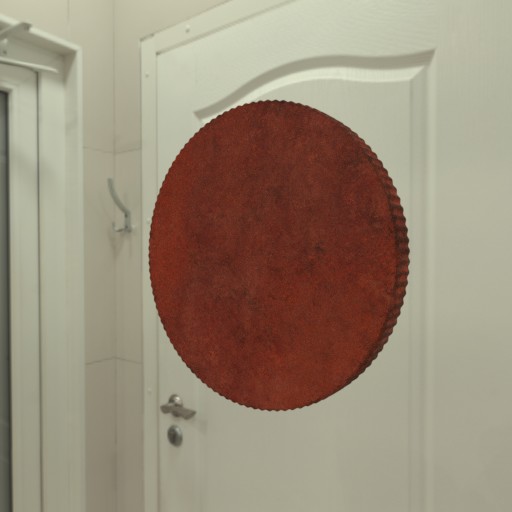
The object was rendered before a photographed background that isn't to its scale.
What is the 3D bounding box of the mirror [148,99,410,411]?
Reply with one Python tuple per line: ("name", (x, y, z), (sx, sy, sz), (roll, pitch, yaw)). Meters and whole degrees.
("mirror", (0.000, 0.000, 0.904), (0.609, 0.609, 0.056), (1, 1, 37))
